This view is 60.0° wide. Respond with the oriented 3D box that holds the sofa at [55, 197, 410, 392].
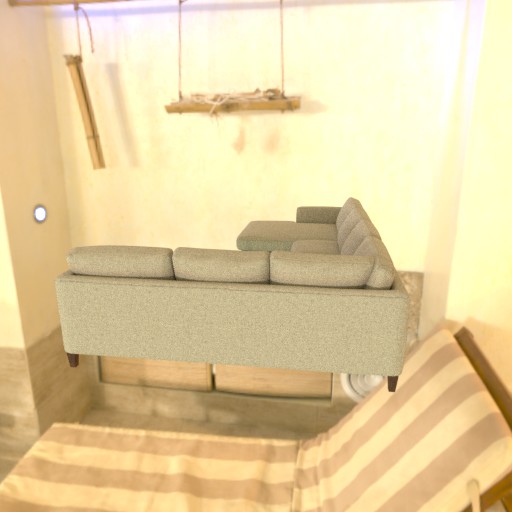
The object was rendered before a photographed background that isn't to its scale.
[{"bbox_3d":[0.000,0.000,4.798,2.593,0.959,3.460,2,16,8],"label":"sofa"}]
